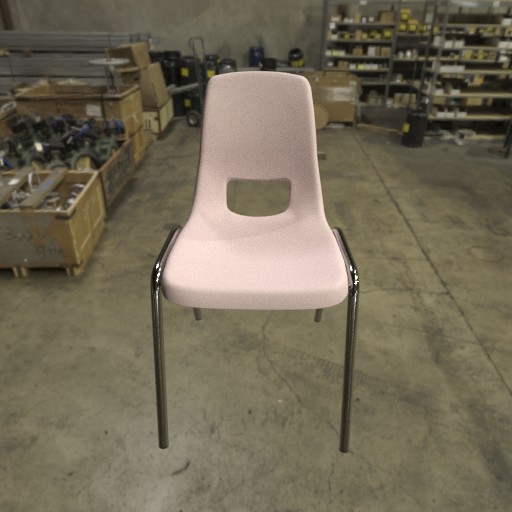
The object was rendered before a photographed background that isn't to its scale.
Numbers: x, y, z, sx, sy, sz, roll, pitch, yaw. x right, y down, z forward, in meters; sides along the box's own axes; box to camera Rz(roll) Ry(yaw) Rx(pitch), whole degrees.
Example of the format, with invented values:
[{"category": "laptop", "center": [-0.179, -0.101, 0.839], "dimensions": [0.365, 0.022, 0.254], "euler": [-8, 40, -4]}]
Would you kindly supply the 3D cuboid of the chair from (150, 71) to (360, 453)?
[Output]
[{"category": "chair", "center": [0.000, 0.000, 0.908], "dimensions": [0.381, 0.653, 0.436], "euler": [1, 30, 1]}]
